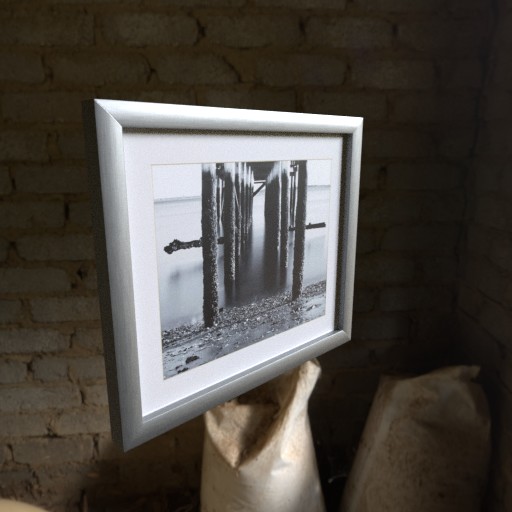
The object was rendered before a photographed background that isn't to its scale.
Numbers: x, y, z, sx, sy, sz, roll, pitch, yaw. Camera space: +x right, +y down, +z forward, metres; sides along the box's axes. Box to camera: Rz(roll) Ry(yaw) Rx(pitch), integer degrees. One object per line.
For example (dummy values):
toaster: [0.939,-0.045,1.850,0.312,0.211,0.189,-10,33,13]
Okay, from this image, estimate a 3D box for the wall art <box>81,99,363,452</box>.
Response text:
wall art: [0.000,0.000,0.531,0.380,0.330,0.028,-13,19,-42]
